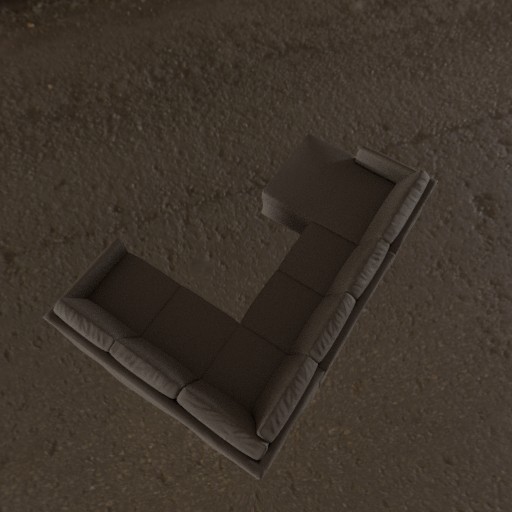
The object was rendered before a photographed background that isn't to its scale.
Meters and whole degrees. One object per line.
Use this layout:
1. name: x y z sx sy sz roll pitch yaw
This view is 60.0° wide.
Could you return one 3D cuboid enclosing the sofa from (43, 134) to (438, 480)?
1. sofa: 0.000 0.000 4.642 2.476 0.878 3.528 31 67 14
